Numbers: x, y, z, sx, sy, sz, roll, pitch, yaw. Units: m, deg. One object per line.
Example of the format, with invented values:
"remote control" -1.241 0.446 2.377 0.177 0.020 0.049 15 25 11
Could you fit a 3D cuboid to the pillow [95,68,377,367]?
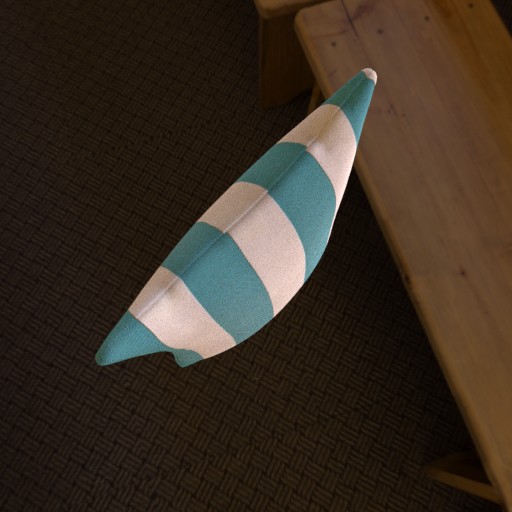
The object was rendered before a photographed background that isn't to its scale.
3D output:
"pillow" 0.000 0.000 0.807 0.189 0.526 0.536 39 78 10
